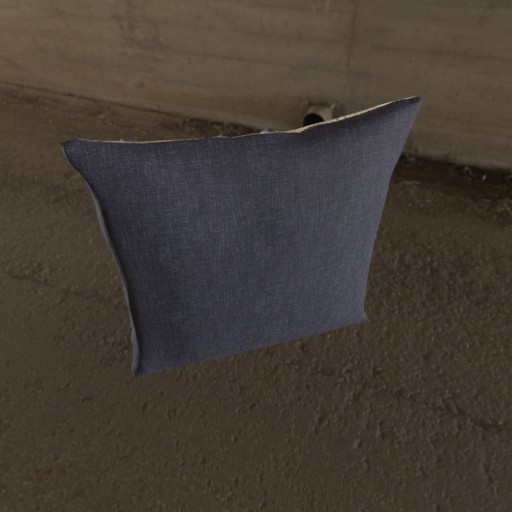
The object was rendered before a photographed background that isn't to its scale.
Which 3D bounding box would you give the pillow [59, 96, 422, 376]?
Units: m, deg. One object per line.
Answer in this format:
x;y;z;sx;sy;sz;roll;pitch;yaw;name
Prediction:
0.000;0.000;0.767;0.510;0.510;0.145;-11;43;-12;pillow
